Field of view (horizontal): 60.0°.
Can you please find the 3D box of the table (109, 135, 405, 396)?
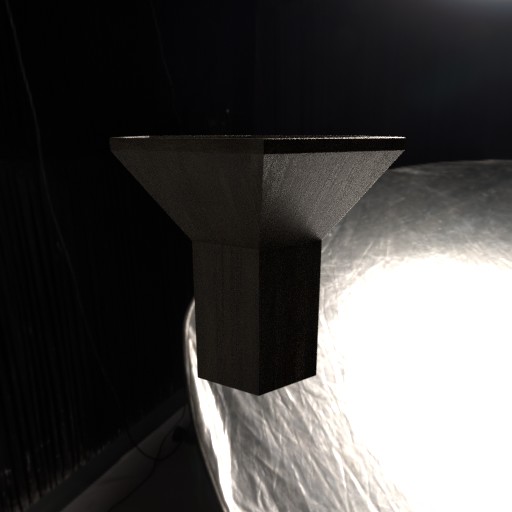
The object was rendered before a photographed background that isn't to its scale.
[{"bbox_3d":[0.000,0.000,1.128,0.683,0.586,0.592,8,18,27],"label":"table"}]
